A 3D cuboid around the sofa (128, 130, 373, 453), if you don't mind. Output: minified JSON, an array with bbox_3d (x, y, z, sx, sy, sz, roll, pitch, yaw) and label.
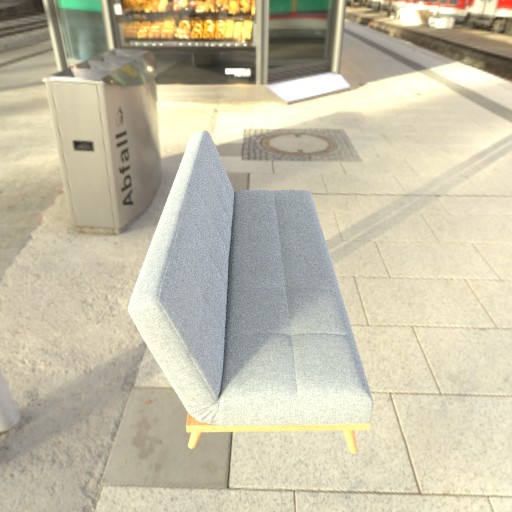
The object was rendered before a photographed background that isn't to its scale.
[{"bbox_3d":[0.000,0.000,2.264,0.800,0.800,1.820,0,32,-1],"label":"sofa"}]
